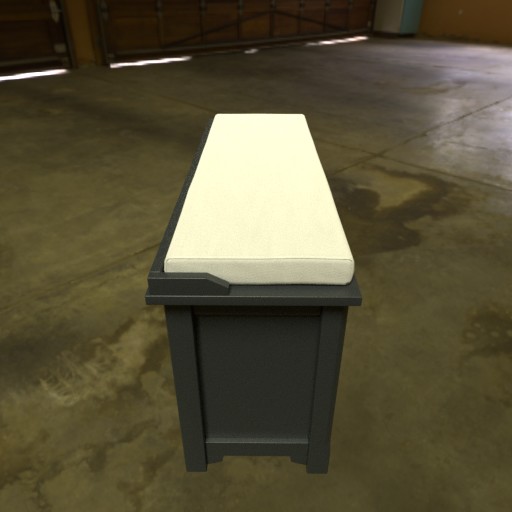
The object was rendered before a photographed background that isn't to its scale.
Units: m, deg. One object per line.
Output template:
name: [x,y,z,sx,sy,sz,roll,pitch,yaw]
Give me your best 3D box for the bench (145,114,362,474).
bench: [0.000,0.000,1.230,0.345,0.561,0.973,0,31,0]
